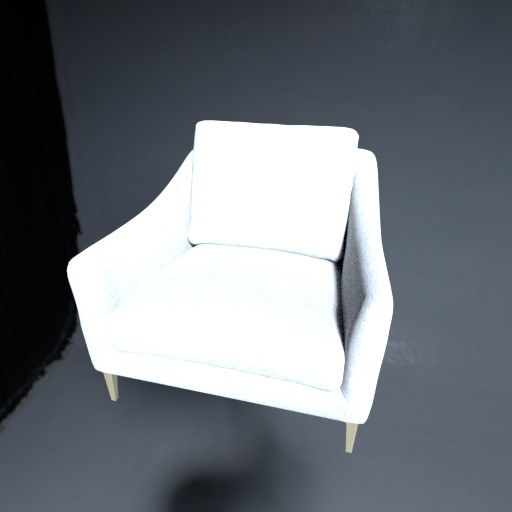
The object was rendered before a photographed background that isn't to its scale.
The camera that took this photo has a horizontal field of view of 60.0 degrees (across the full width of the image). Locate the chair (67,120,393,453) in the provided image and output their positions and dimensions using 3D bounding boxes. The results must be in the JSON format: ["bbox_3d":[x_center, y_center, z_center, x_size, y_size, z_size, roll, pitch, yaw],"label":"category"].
[{"bbox_3d":[0.000,0.000,1.712,0.986,0.902,0.961,7,28,14],"label":"chair"}]
